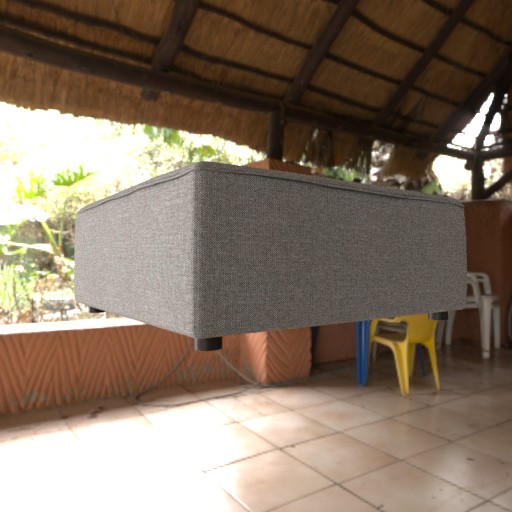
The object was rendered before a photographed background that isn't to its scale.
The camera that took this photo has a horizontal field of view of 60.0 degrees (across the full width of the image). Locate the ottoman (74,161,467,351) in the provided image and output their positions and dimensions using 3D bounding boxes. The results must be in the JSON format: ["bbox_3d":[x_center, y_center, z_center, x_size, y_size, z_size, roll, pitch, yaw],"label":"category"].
[{"bbox_3d":[0.000,0.000,1.575,1.023,0.423,1.017,1,-1,-35],"label":"ottoman"}]
